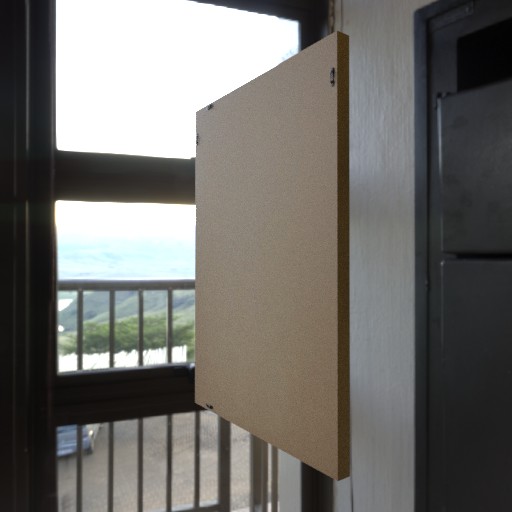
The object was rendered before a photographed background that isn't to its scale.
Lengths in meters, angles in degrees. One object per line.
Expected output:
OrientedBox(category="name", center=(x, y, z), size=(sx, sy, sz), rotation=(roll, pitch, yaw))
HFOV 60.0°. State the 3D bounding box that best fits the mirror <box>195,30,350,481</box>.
OrientedBox(category="mirror", center=(0.000, 0.000, 1.155), size=(0.040, 0.915, 0.609), rotation=(0, -1, -36))
